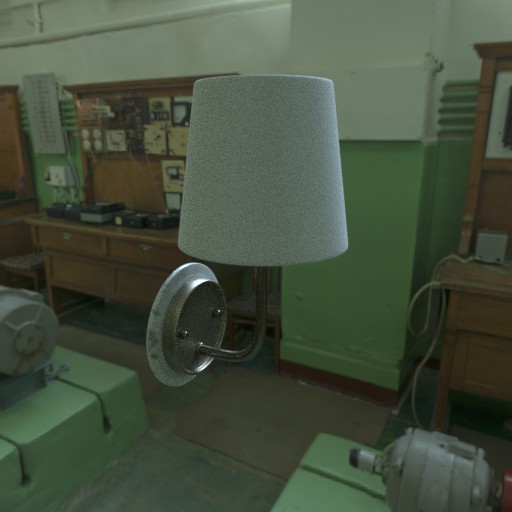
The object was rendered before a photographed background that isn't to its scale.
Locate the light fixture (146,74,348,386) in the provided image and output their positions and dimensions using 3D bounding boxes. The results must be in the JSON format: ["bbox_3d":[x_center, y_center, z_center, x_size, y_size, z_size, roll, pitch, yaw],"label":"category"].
[{"bbox_3d":[0.000,0.000,0.462,0.188,0.337,0.168,8,17,26],"label":"light fixture"}]
